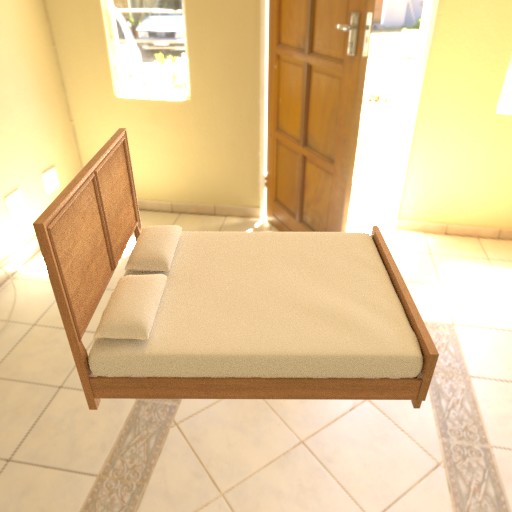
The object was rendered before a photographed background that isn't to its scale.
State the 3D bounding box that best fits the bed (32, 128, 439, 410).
[{"bbox_3d":[0.000,0.000,3.218,2.184,1.387,1.606,0,32,0],"label":"bed"}]
